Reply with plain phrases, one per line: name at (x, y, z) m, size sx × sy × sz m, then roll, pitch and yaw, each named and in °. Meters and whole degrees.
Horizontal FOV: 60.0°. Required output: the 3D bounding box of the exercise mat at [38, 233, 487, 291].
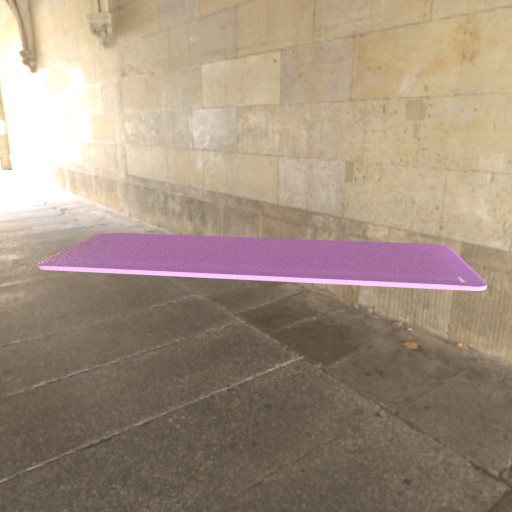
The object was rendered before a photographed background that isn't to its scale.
exercise mat at (0.000, 0.000, 2.065) m, size 1.869 × 0.021 × 0.616 m, roll 2°, pitch 16°, yaw 8°
